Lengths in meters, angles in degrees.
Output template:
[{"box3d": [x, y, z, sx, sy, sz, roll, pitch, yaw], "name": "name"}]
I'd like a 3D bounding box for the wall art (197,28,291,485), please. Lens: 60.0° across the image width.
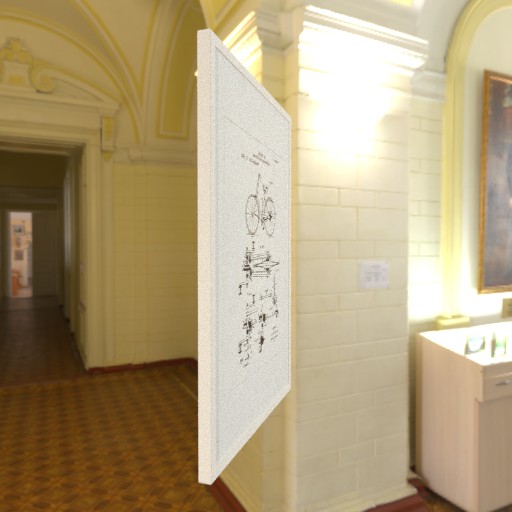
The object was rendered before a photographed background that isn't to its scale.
[{"box3d": [0.000, 0.000, 0.622, 0.015, 0.477, 0.332, 0, 1, 19], "name": "wall art"}]
